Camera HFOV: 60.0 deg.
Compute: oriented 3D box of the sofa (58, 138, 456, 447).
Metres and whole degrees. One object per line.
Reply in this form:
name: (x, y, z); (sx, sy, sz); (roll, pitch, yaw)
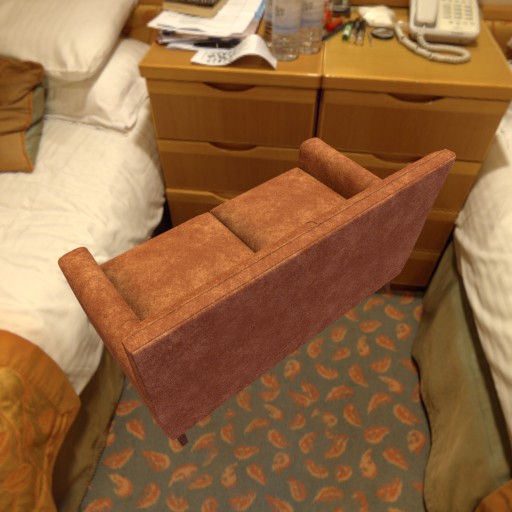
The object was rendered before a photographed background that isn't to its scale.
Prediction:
sofa: (0.000, 0.000, 1.999); (1.473, 0.871, 0.787); (-30, 53, -26)
